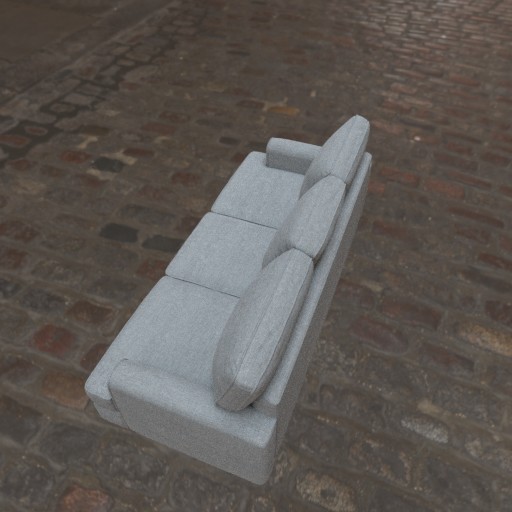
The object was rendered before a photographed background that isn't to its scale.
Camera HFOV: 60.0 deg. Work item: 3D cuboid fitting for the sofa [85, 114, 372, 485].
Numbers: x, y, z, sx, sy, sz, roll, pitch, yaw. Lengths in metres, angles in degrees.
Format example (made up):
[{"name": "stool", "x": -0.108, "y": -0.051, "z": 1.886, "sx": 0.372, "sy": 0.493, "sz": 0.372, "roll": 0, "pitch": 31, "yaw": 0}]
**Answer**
[{"name": "sofa", "x": 0.000, "y": 0.000, "z": 2.627, "sx": 0.951, "sy": 0.965, "sz": 2.158, "roll": 16, "pitch": 48, "yaw": 15}]
